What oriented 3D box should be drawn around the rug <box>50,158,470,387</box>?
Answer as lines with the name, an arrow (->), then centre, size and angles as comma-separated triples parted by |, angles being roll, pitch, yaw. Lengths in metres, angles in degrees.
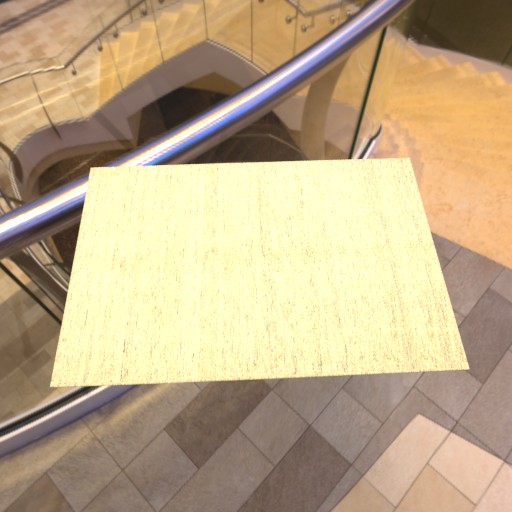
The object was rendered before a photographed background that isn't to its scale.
rug -> 0.000, 0.000, 2.262 | 1.850, 0.015, 1.250 | -2, 60, -1
